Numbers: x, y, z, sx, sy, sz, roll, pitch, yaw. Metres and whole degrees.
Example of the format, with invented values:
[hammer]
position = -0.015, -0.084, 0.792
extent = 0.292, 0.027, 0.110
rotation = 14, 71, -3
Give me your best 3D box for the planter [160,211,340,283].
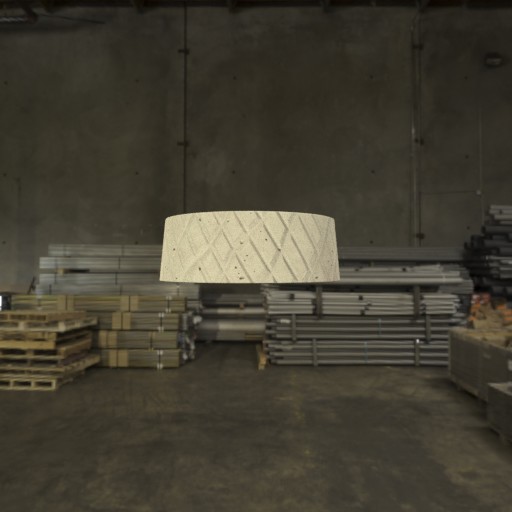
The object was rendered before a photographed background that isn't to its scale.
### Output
[planter]
position = 0.000, 0.000, 0.423
extent = 0.114, 0.038, 0.390
rotation = 0, -1, 2
